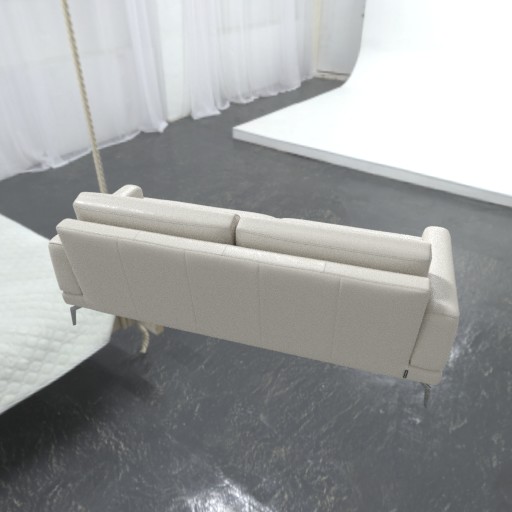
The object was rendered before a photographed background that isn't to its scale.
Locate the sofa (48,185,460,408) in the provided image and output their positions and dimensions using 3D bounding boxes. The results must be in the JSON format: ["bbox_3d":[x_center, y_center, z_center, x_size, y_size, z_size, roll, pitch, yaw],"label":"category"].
[{"bbox_3d":[0.000,0.000,2.359,1.940,0.765,0.974,10,34,14],"label":"sofa"}]
